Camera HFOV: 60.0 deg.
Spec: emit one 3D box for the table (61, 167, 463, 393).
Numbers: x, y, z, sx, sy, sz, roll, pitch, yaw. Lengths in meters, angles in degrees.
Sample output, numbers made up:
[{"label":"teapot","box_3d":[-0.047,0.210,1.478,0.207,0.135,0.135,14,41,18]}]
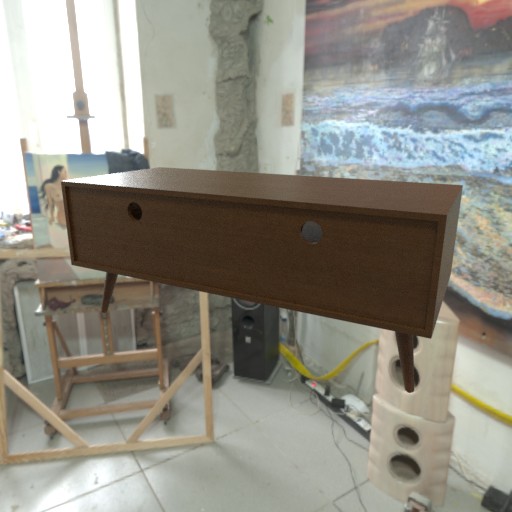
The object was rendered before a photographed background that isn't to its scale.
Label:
[{"label":"table","box_3d":[0.000,0.000,1.412,1.119,0.464,0.490,9,19,26]}]
